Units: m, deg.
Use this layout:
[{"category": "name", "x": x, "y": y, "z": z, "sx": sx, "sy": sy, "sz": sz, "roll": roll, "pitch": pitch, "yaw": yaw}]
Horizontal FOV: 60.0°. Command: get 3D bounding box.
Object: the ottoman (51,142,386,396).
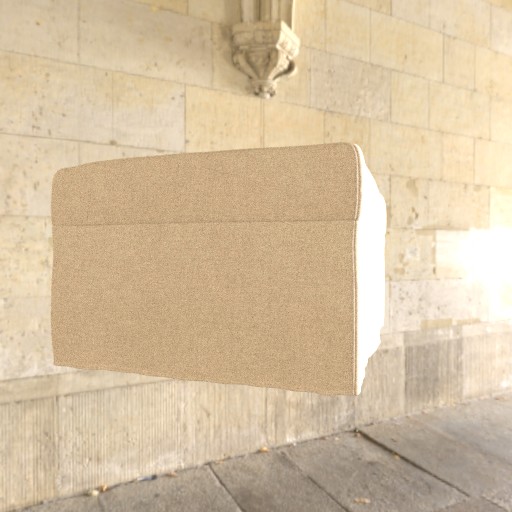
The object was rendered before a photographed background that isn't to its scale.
[{"category": "ottoman", "x": 0.000, "y": 0.000, "z": 1.207, "sx": 0.650, "sy": 0.485, "sz": 0.833, "roll": 0, "pitch": 1, "yaw": 19}]
